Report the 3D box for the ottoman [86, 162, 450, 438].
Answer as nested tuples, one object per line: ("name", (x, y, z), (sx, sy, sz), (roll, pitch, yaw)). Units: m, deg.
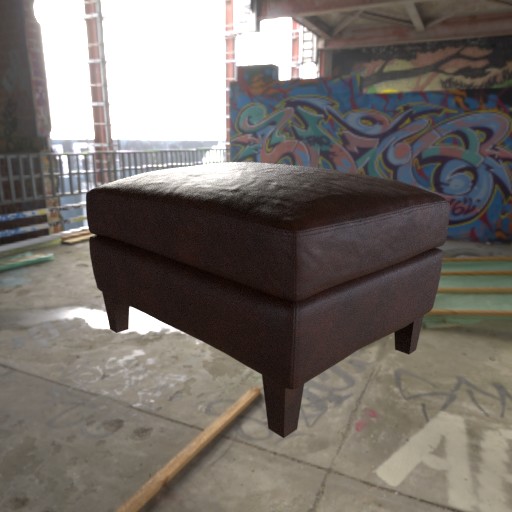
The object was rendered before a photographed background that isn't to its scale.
("ottoman", (0.000, 0.000, 1.296), (0.659, 0.527, 0.887), (-14, 20, -42))
